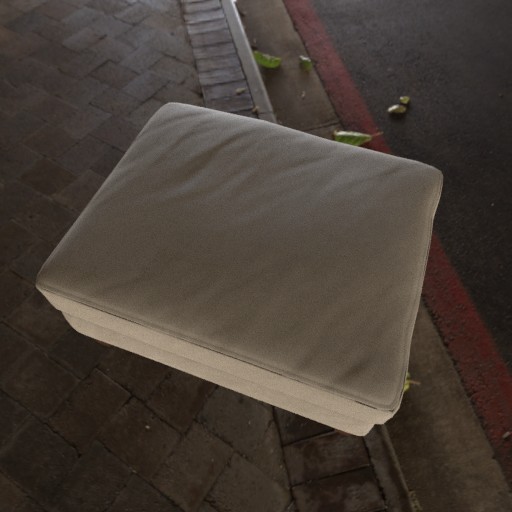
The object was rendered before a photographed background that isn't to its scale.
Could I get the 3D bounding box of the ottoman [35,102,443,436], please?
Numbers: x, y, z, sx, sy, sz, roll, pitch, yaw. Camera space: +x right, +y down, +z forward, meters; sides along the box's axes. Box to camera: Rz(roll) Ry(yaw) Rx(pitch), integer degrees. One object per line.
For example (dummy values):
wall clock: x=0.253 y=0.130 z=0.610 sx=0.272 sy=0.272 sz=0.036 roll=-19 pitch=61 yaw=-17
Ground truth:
ottoman: x=0.000 y=0.000 z=1.462 sx=1.002 sy=0.492 sz=0.836 roll=17 pitch=59 yaw=11
